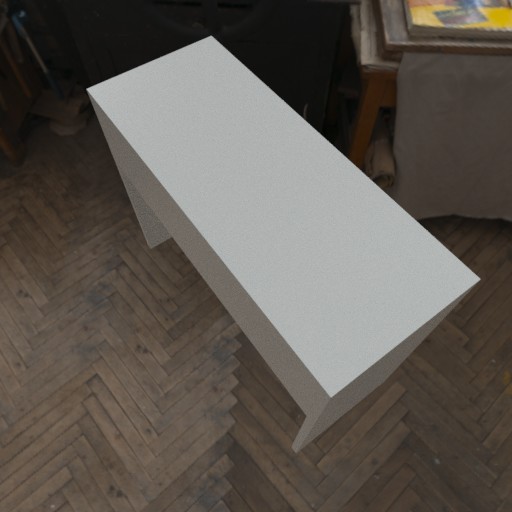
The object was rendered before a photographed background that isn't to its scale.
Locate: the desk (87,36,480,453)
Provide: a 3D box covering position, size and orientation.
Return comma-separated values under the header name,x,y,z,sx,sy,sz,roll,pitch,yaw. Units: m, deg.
name,x,y,z,sx,sy,sz,roll,pitch,yaw
desk,0.000,0.000,1.384,0.400,0.790,1.000,-32,65,-17
